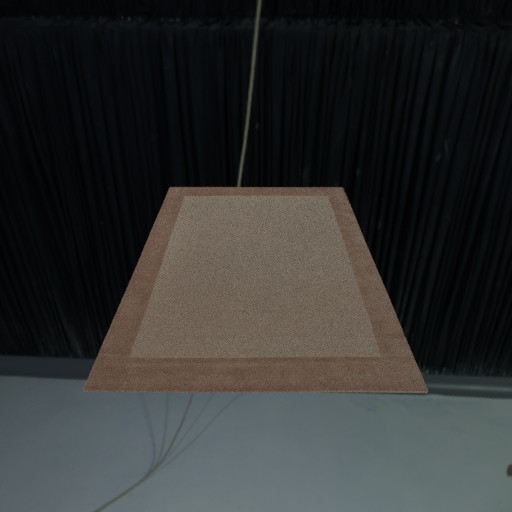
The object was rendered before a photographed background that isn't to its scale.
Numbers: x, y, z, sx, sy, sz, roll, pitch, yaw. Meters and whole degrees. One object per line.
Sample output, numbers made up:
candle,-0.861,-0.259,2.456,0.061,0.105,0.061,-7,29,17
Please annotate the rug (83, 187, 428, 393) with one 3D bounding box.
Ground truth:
rug,0.000,0.000,2.343,1.219,0.014,1.829,0,32,0
